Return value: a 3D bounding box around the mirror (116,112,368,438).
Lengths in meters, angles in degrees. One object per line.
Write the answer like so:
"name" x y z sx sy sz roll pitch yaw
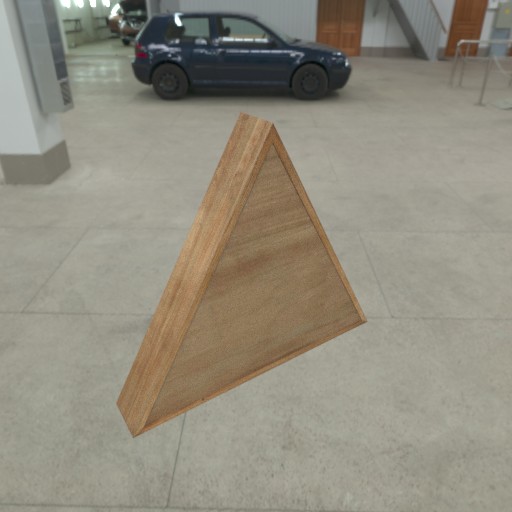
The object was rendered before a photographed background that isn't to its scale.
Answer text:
"mirror" 0.000 0.000 0.895 0.631 0.548 0.100 -19 35 -29
